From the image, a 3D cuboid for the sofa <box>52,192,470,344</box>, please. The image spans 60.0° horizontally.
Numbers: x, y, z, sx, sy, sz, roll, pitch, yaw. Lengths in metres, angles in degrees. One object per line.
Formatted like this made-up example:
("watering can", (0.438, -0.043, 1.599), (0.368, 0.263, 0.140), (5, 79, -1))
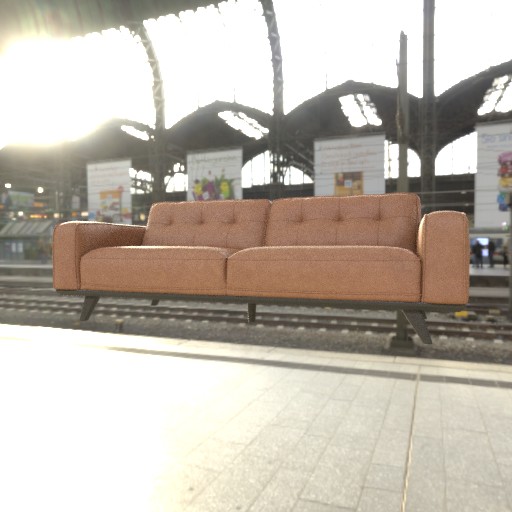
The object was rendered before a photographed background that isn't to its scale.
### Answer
("sofa", (0.000, 0.000, 2.696), (2.270, 0.780, 0.953), (0, 1, 19))
